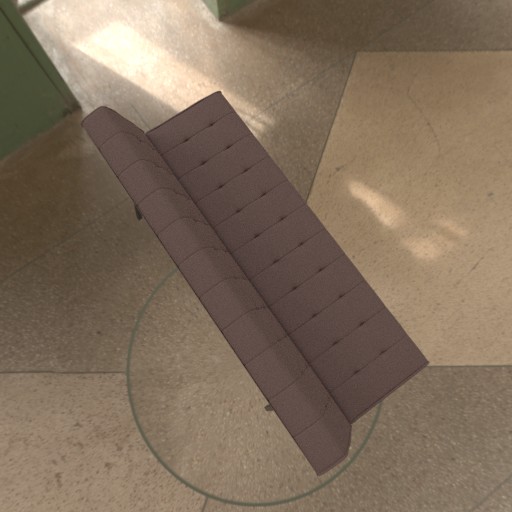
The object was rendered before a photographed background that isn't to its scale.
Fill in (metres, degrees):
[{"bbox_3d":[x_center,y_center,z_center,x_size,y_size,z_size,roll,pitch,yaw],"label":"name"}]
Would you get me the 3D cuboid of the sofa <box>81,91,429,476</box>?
[{"bbox_3d":[0.000,0.000,2.086,0.747,0.699,1.703,-34,79,-8],"label":"sofa"}]
